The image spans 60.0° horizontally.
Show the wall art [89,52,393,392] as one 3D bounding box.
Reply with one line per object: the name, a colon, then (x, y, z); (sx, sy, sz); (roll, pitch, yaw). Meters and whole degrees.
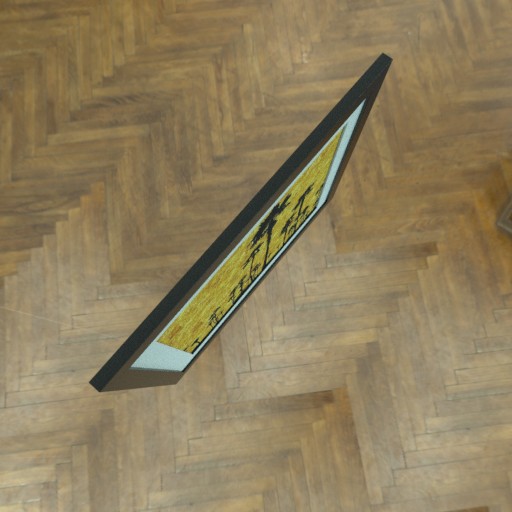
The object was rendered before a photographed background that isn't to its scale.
wall art: (0.000, 0.000, 0.531); (0.012, 0.332, 0.383); (39, 78, 10)
